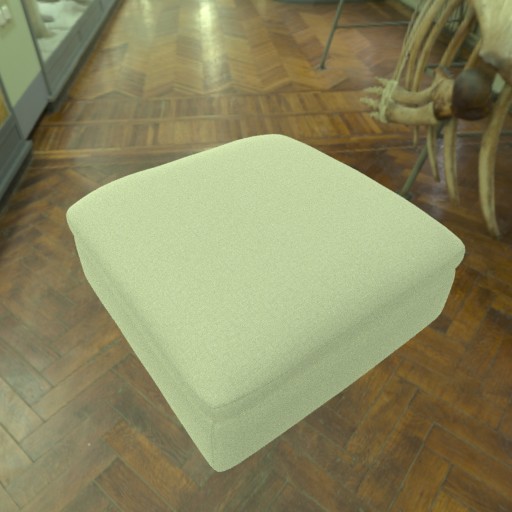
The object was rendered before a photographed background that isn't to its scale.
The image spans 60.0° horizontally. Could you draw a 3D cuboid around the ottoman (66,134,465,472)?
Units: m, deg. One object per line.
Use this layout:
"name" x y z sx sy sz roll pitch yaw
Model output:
"ottoman" 0.000 0.000 1.528 0.977 0.467 0.996 -26 47 -27
